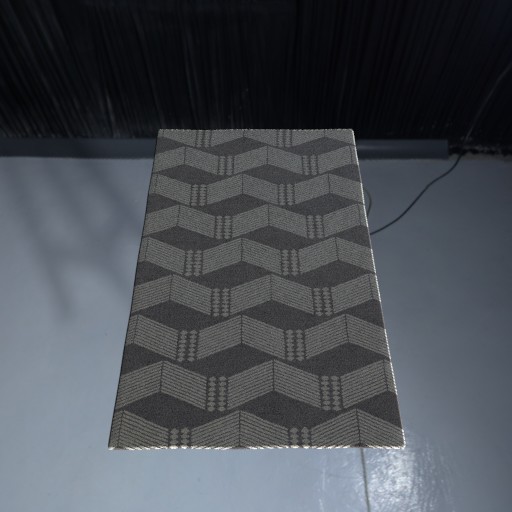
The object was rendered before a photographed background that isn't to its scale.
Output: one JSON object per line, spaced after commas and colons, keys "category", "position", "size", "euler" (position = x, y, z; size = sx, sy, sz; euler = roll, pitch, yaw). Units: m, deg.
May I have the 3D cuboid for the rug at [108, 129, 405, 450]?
{"category": "rug", "position": [0.000, 0.000, 2.272], "size": [1.210, 0.016, 1.833], "euler": [0, 59, 0]}
